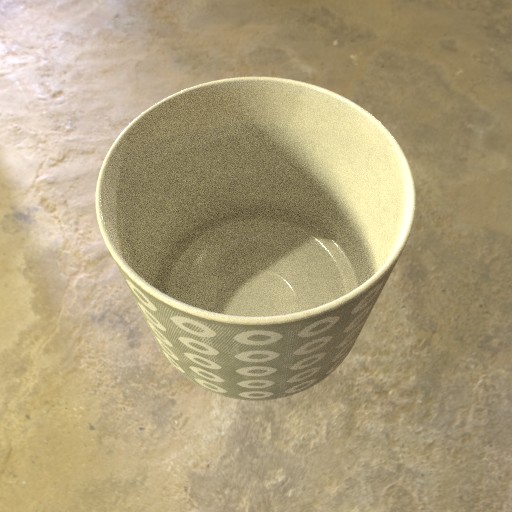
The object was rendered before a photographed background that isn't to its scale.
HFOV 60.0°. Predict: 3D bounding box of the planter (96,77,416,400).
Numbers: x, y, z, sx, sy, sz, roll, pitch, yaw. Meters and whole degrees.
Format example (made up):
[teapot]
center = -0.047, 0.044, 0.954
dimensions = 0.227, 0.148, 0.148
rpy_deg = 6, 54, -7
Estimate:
[planter]
center = 0.000, 0.000, 0.451
dimensions = 0.250, 0.239, 0.250
rpy_deg = 0, 58, 0
